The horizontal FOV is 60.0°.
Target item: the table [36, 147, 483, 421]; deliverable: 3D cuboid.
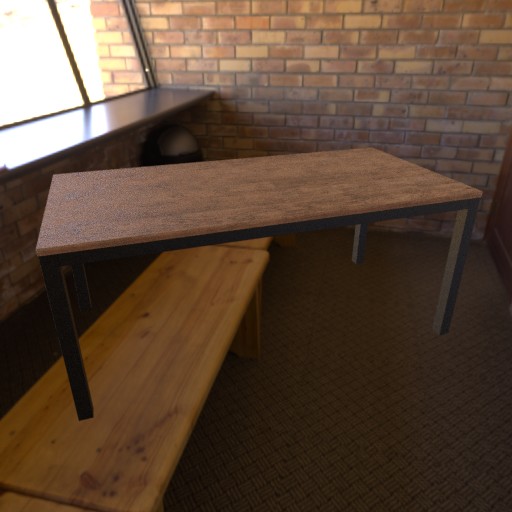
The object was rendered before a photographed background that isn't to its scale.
[{"bbox_3d":[0.000,0.000,2.239,1.805,0.767,0.893,-9,28,-17],"label":"table"}]
